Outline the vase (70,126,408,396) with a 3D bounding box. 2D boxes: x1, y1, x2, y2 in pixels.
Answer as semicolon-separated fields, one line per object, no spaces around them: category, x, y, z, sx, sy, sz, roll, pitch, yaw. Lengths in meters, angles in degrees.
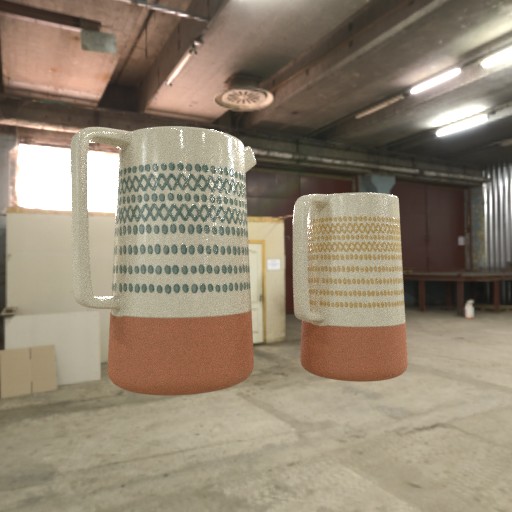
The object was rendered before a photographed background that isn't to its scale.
vase;0.000;0.000;0.457;0.326;0.247;0.168;0;-1;0
